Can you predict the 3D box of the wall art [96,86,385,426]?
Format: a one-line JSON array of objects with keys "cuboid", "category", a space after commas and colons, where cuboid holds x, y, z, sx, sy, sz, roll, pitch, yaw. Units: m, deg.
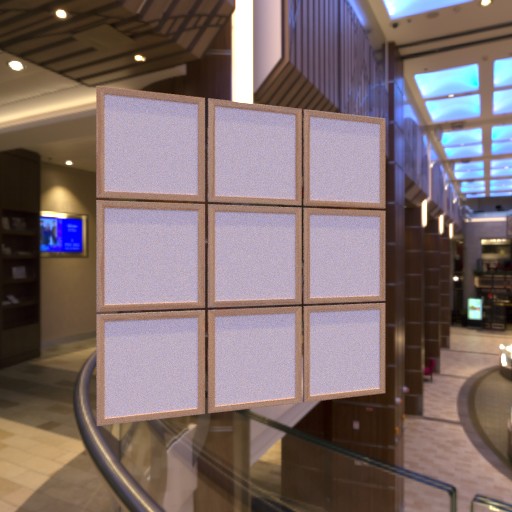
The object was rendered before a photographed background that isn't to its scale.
[{"cuboid": [0.000, 0.000, 2.243, 1.519, 1.534, 0.013, 0, 0, -18], "category": "wall art"}]
